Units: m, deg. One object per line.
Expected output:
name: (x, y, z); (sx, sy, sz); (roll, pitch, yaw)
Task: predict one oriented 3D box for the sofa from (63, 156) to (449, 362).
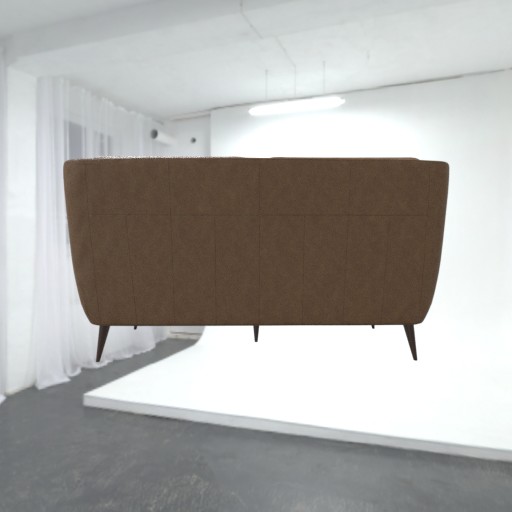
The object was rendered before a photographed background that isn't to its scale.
sofa: (0.000, 0.000, 2.294); (1.731, 0.886, 0.981); (0, 1, -1)
